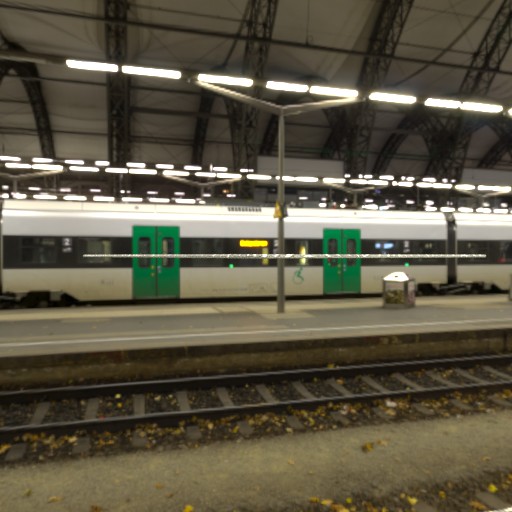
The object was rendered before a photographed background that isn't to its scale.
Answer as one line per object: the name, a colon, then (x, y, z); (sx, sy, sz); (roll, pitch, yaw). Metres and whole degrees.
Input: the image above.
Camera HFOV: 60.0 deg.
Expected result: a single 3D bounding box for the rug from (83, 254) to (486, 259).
rug: (0.000, 0.000, 2.823); (1.543, 0.015, 2.144); (0, 0, -37)
